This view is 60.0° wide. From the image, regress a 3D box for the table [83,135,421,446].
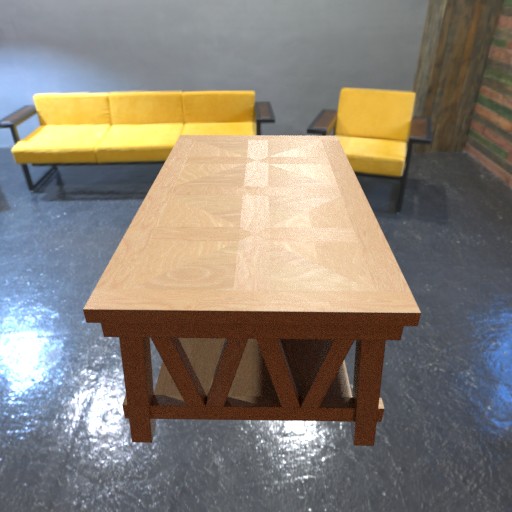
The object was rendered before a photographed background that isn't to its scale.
[{"bbox_3d":[0.000,0.000,1.605,0.711,0.507,1.270,0,32,1],"label":"table"}]
